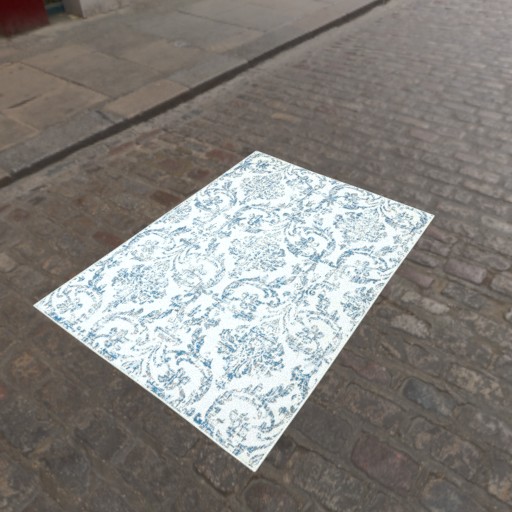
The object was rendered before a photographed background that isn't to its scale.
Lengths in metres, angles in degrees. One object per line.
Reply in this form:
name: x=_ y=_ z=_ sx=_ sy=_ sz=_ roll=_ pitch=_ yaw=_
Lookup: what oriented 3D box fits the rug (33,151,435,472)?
rug: x=0.000 y=0.000 z=2.868 sx=1.586 sy=0.014 sz=2.197 roll=26 pitch=49 yaw=26
